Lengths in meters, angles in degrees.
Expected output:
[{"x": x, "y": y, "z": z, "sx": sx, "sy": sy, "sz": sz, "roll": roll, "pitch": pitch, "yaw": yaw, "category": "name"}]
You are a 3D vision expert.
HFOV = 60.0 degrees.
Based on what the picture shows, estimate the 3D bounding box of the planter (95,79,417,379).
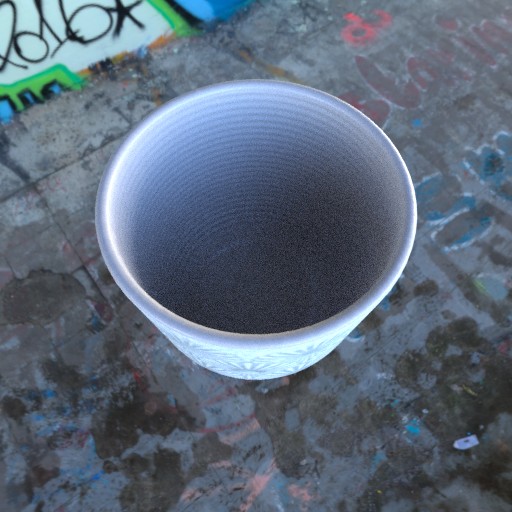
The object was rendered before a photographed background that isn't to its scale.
[{"x": 0.000, "y": 0.000, "z": 0.302, "sx": 0.170, "sy": 0.152, "sz": 0.170, "roll": 0, "pitch": 63, "yaw": 0, "category": "planter"}]
